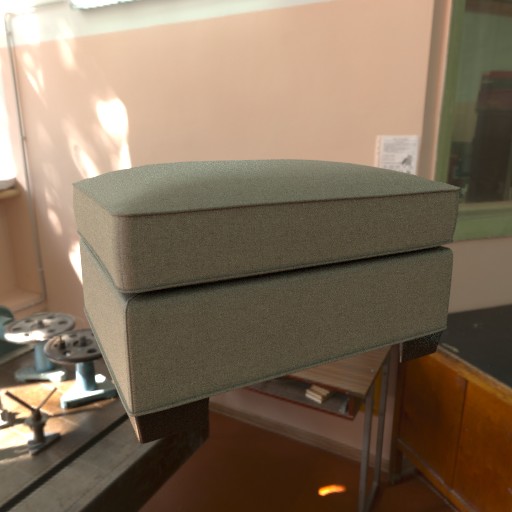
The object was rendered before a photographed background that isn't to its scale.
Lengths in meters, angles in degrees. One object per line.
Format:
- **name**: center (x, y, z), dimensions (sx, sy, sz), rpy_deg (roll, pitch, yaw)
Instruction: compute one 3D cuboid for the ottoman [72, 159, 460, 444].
- **ottoman**: center (0.000, 0.000, 1.203), dimensions (0.843, 0.504, 0.619), rpy_deg (-8, 17, -27)
